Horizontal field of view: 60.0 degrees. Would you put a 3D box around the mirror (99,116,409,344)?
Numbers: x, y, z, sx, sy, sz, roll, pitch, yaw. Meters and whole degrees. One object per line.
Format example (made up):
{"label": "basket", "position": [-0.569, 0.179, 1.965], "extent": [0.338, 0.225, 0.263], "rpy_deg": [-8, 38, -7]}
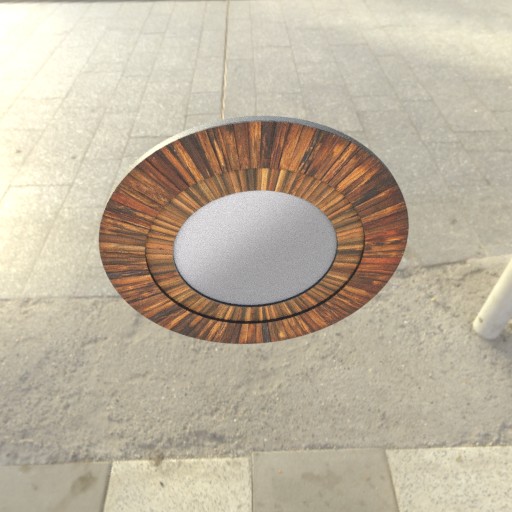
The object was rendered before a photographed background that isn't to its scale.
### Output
{"label": "mirror", "position": [0.000, 0.000, 1.596], "extent": [1.077, 1.077, 0.036], "rpy_deg": [-3, 46, -3]}
